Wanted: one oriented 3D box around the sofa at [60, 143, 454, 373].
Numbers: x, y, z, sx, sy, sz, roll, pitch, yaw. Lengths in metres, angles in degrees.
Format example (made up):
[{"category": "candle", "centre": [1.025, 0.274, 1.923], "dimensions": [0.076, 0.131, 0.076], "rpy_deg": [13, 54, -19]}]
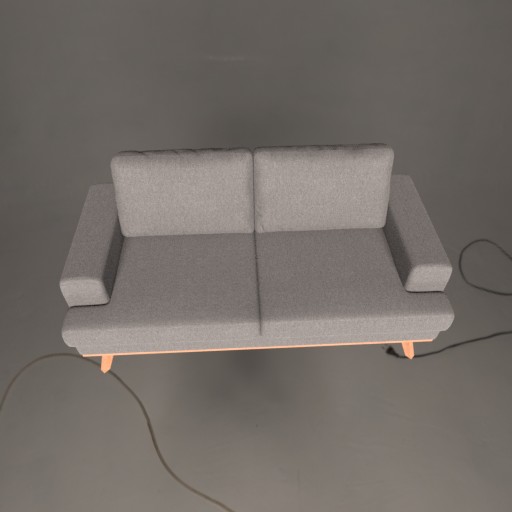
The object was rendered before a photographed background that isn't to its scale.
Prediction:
[{"category": "sofa", "centre": [0.000, 0.000, 2.075], "dimensions": [1.650, 0.810, 0.785], "rpy_deg": [-2, 48, -2]}]
